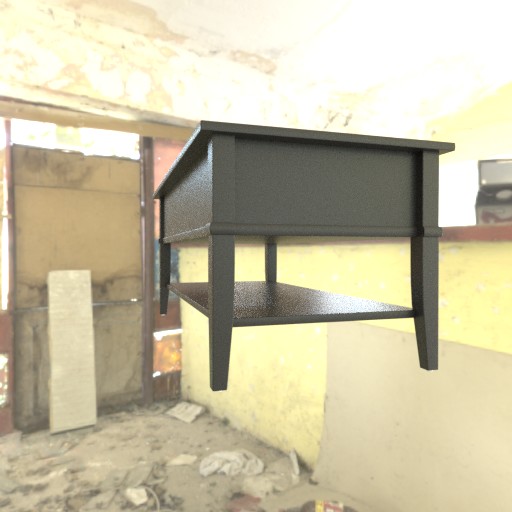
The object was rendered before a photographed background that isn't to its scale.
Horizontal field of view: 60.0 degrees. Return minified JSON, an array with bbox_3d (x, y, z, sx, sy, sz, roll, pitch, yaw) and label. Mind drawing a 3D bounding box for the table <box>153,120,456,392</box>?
[{"bbox_3d":[0.000,0.000,1.323,0.523,0.470,1.044,0,1,-17],"label":"table"}]
